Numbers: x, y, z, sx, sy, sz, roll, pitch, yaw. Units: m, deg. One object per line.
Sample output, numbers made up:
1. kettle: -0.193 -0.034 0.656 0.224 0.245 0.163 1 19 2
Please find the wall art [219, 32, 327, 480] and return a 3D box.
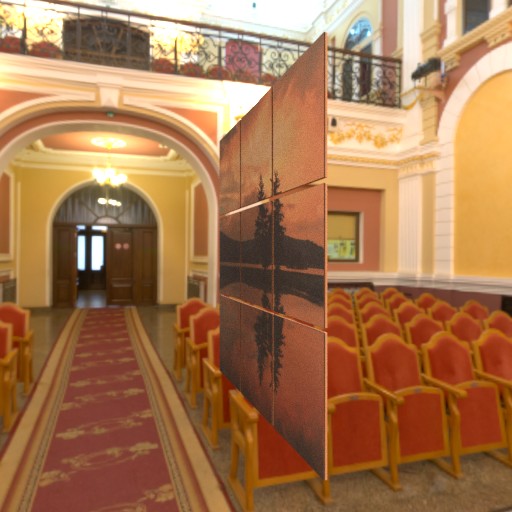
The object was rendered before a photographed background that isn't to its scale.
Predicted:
1. wall art: 0.000 0.000 2.229 0.013 1.525 1.520 0 0 -18
